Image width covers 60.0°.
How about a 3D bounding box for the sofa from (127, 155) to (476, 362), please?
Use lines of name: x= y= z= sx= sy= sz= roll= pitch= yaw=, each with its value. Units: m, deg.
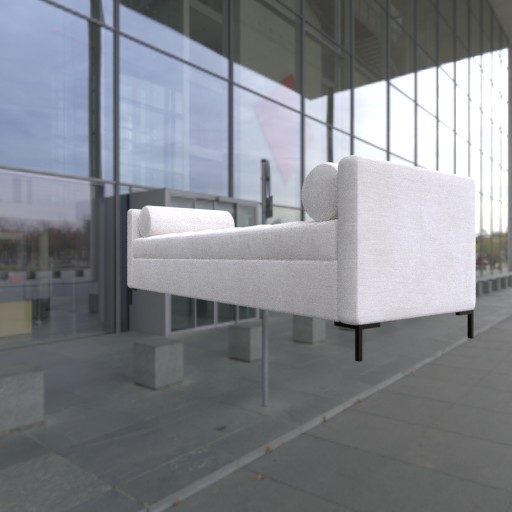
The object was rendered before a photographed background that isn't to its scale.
sofa: x=0.000 y=0.000 z=2.317 sx=0.686 sy=0.635 sz=1.981 roll=0 pitch=0 yaw=-36
